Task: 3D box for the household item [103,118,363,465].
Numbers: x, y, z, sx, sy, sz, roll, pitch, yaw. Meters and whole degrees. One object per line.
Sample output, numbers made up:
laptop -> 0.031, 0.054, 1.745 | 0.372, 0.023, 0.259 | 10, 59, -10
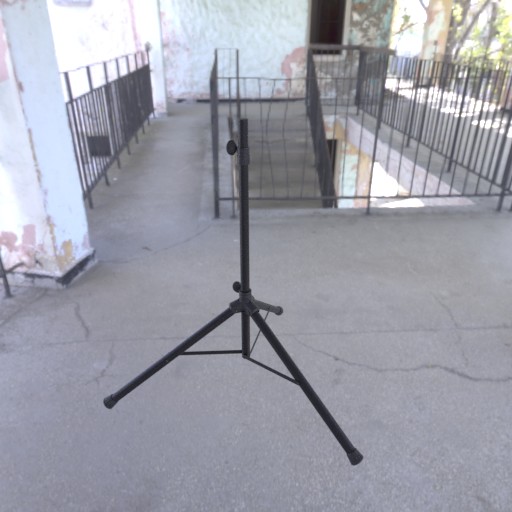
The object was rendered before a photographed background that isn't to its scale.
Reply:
household item -> 0.000, 0.000, 1.810 | 1.045, 1.136, 0.907 | 8, 28, 15
